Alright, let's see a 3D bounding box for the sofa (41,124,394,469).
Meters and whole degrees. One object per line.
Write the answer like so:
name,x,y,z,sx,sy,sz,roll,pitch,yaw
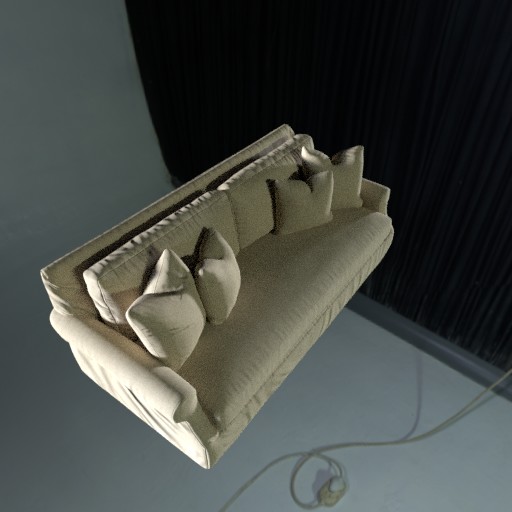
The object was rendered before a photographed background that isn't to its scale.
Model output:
sofa,0.000,0.000,2.814,1.067,0.904,2.285,25,46,27
